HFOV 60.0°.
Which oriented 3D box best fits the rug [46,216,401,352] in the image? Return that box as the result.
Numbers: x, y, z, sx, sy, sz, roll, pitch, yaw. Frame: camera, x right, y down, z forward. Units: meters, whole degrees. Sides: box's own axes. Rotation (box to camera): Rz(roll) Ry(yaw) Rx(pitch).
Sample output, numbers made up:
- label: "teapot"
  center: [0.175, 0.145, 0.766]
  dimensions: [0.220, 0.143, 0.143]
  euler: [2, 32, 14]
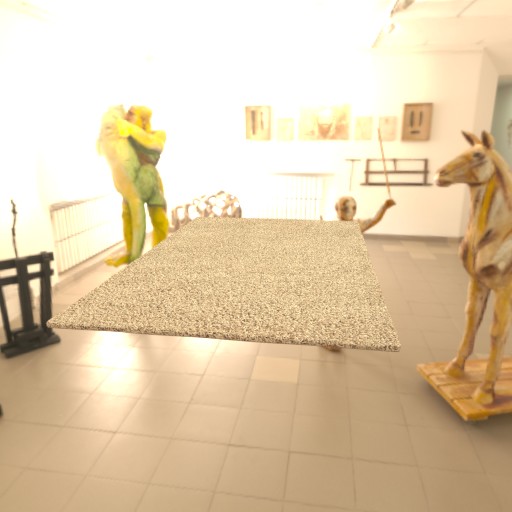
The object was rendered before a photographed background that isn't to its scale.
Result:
- label: "rug"
  center: [0.000, 0.000, 3.005]
  dimensions: [1.524, 0.030, 2.438]
  euler: [2, 16, 8]
